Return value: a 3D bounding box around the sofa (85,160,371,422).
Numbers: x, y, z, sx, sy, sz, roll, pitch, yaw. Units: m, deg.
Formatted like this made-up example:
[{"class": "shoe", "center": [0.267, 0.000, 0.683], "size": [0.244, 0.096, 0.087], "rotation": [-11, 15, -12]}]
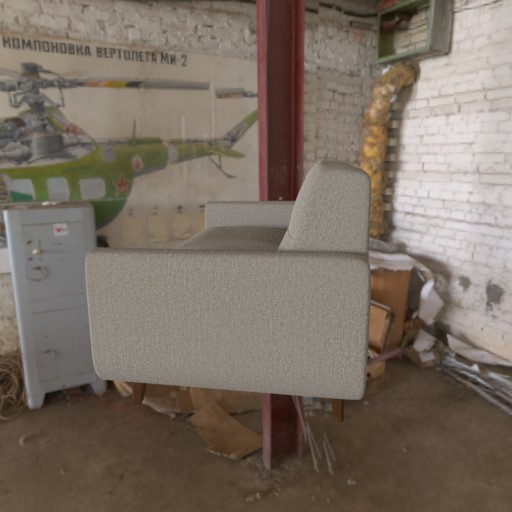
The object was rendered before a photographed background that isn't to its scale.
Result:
[{"class": "sofa", "center": [0.000, 0.000, 2.207], "size": [0.952, 0.925, 1.651], "rotation": [2, 13, 8]}]
